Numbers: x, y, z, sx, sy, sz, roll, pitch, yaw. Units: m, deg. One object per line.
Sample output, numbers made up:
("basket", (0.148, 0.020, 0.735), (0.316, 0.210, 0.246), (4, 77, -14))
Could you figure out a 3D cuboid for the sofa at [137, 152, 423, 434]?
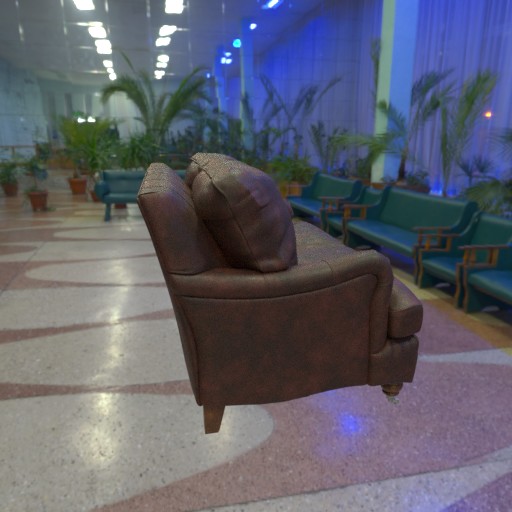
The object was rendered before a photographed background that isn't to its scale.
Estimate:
("sofa", (0.000, 0.000, 2.446), (1.148, 1.070, 1.628), (-3, 16, -11))
